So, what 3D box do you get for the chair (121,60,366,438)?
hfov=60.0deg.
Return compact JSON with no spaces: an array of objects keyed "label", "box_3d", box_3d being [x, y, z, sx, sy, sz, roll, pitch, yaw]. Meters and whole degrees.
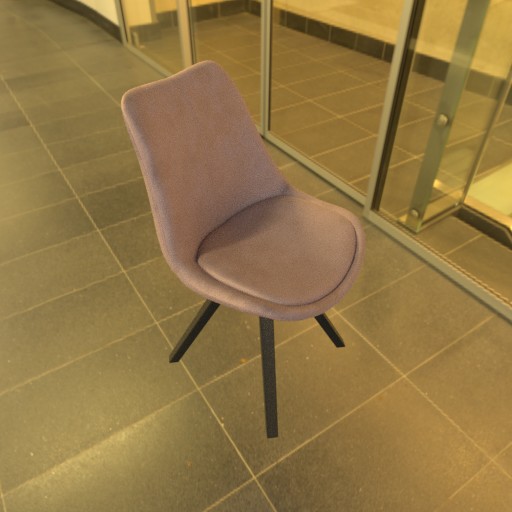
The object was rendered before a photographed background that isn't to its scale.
[{"label":"chair","box_3d":[0.000,0.000,1.209,0.547,0.865,0.483,27,48,27]}]
